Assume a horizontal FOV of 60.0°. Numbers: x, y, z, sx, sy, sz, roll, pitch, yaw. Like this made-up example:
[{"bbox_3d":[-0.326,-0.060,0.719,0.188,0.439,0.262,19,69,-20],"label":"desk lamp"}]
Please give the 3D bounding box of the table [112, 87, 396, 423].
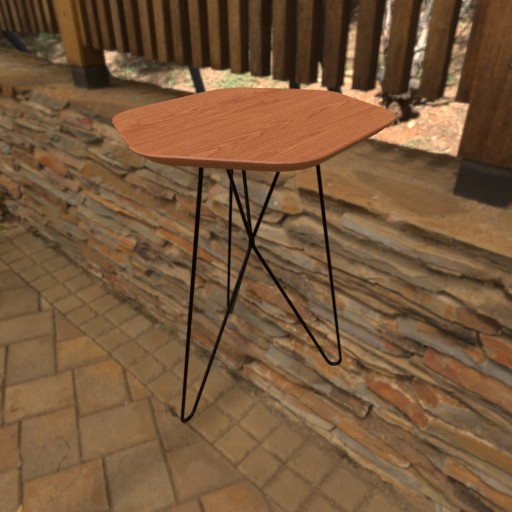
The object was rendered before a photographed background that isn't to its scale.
[{"bbox_3d":[0.000,0.000,0.897,0.400,0.562,0.500,22,38,31],"label":"table"}]
